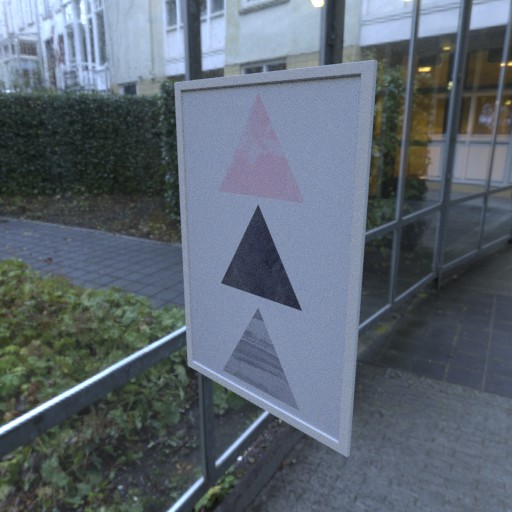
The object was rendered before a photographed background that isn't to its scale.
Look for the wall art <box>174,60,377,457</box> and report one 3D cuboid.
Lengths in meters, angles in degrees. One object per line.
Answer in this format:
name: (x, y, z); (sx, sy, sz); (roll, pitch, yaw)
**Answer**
wall art: (0.000, 0.000, 1.229); (0.659, 0.940, 0.013); (15, 22, 42)
